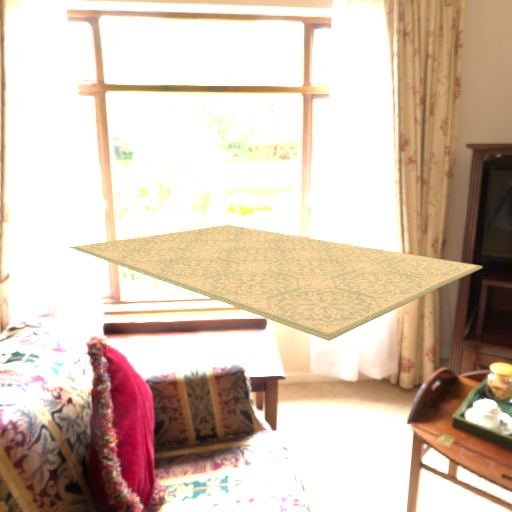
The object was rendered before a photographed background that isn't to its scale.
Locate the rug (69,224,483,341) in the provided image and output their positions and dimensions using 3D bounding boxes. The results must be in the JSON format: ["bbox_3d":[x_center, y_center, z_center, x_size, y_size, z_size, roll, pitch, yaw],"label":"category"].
[{"bbox_3d":[0.000,0.000,3.477,1.819,0.018,2.746,-12,18,-43],"label":"rug"}]
